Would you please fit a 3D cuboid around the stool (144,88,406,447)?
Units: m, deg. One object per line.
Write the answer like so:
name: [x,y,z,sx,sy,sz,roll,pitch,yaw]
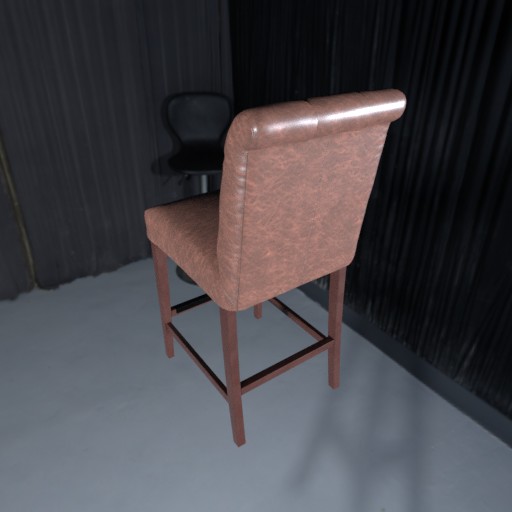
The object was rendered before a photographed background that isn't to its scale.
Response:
stool: [0.000,0.000,1.446,0.486,1.084,0.660,-20,36,-30]
